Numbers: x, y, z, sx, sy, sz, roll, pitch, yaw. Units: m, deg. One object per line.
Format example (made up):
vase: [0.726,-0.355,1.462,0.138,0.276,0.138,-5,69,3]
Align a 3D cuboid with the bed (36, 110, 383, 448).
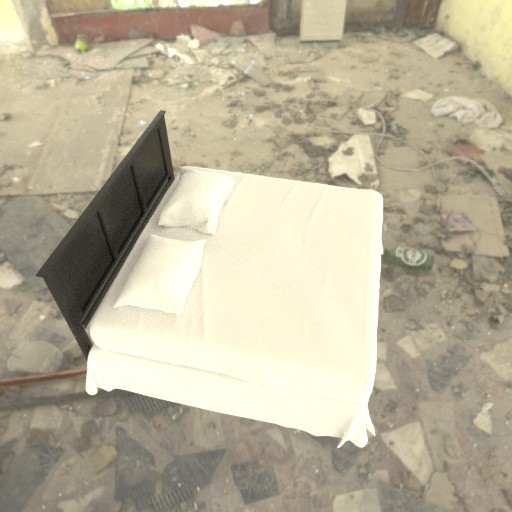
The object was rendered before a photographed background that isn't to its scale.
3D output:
bed: [0.000,0.000,3.595,2.219,1.271,2.315,9,47,9]
